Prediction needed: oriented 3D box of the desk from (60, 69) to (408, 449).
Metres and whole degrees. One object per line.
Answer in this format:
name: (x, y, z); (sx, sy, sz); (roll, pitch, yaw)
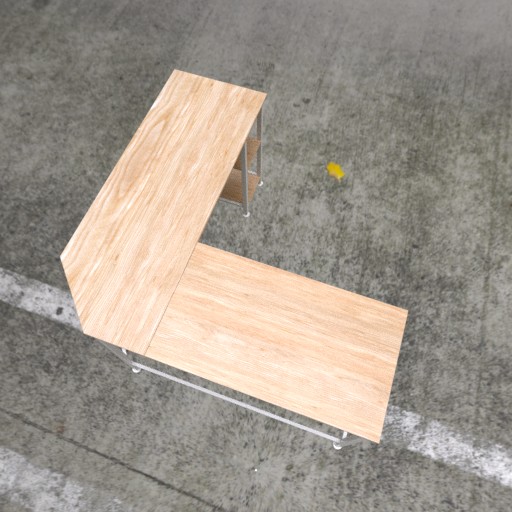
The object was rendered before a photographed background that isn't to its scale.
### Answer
desk: (0.000, 0.000, 2.214); (1.379, 0.739, 1.379); (18, 66, 8)
